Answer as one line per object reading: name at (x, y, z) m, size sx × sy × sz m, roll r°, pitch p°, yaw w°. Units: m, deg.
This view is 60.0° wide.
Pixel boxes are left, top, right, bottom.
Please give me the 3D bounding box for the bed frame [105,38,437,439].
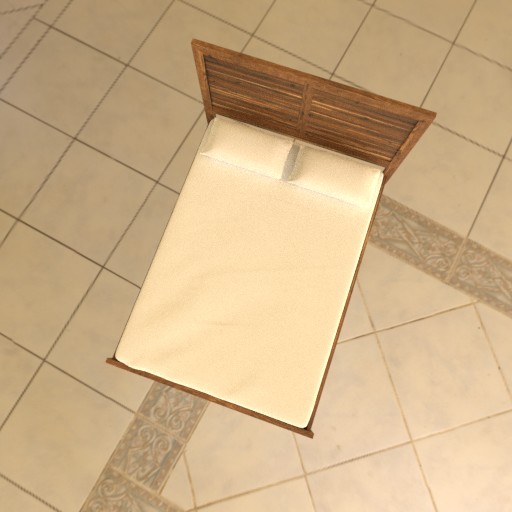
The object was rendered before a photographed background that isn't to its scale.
bed frame at (0.000, 0.000, 3.389) m, size 1.696 × 1.417 × 2.276 m, roll 19°, pitch 78°, yaw 4°
